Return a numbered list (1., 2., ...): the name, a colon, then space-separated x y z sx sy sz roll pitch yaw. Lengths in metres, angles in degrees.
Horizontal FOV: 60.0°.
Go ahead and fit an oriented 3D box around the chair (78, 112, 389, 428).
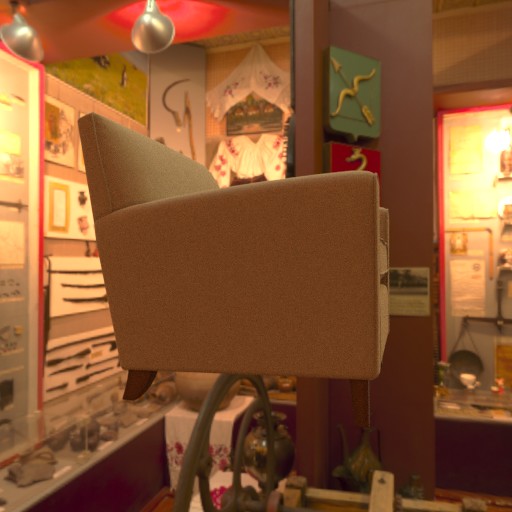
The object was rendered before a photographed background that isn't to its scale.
1. chair: 0.000 0.000 1.536 0.871 0.846 0.840 0 -1 19
